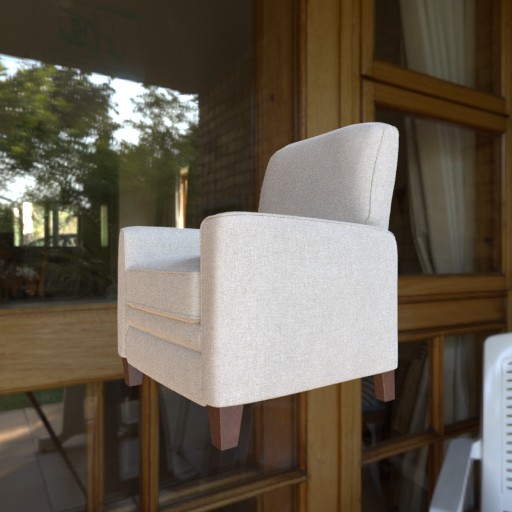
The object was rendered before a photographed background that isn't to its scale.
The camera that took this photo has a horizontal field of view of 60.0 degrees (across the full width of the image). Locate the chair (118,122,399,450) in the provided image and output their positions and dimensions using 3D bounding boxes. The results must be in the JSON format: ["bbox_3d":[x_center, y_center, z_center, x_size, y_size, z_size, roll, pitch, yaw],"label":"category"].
[{"bbox_3d":[0.000,0.000,1.689,0.859,1.023,0.845,0,0,-36],"label":"chair"}]
